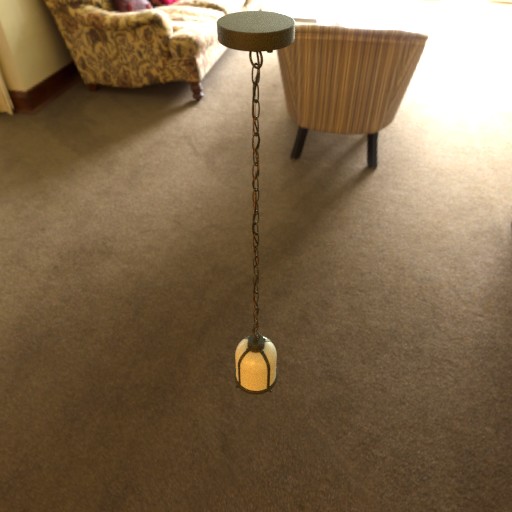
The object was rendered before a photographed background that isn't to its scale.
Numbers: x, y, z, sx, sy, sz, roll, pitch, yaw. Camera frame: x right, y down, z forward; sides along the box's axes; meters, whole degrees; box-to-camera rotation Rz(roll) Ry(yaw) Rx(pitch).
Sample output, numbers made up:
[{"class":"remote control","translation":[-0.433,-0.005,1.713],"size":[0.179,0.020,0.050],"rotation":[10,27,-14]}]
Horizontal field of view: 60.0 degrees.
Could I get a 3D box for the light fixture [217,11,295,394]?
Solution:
[{"class":"light fixture","translation":[0.000,0.000,1.220],"size":[0.178,1.181,0.178],"rotation":[-27,49,-26]}]
